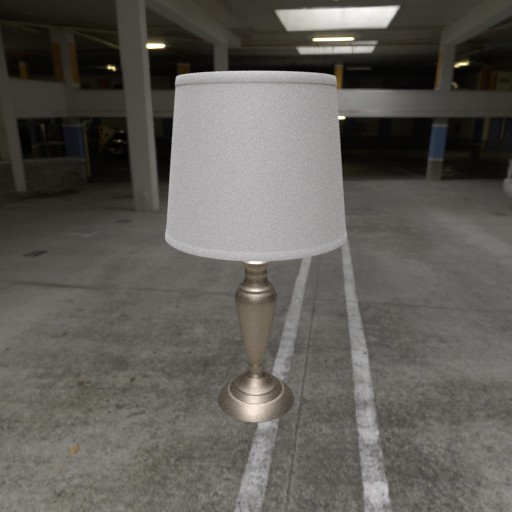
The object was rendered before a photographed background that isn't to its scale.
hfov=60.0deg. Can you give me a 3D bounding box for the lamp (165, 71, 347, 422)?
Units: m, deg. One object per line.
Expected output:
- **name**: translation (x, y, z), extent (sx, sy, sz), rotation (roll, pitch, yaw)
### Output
- **lamp**: translation (0.000, 0.000, 0.829), extent (0.328, 0.619, 0.328), rotation (0, 18, 0)
